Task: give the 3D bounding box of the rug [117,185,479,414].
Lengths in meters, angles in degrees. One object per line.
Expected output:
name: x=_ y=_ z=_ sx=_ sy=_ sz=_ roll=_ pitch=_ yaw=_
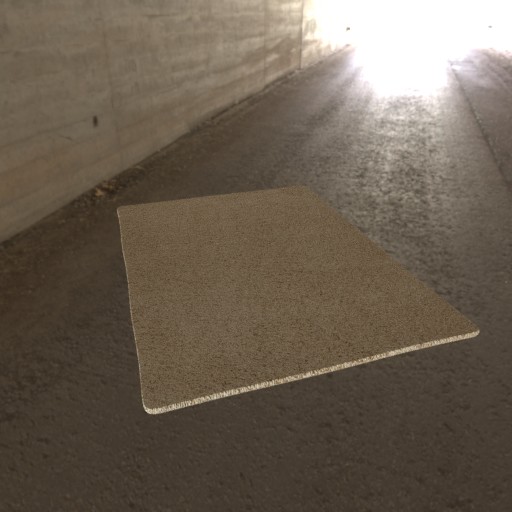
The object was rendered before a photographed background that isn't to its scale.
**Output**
rug: x=0.000 y=0.000 z=2.108 sx=1.199 sy=0.025 sz=1.600 roll=-9 pitch=30 yaw=-16
